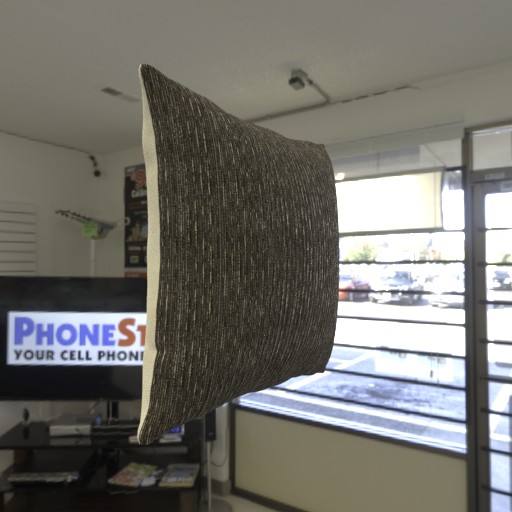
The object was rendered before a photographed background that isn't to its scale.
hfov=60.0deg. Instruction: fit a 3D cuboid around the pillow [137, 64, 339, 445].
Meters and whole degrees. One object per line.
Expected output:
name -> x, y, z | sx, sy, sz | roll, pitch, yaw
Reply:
pillow -> 0.000, 0.000, 0.669 | 0.196, 0.434, 0.433 | -1, -1, 37
